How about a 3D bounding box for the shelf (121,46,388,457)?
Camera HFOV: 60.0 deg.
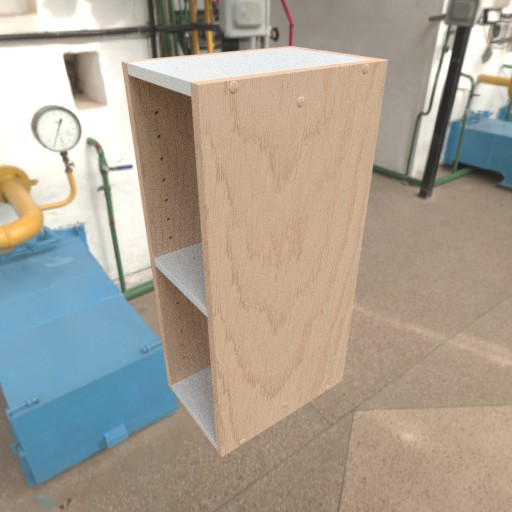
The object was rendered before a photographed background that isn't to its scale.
[{"bbox_3d":[0.000,0.000,0.737,0.290,0.600,0.200,-21,37,-30],"label":"shelf"}]
